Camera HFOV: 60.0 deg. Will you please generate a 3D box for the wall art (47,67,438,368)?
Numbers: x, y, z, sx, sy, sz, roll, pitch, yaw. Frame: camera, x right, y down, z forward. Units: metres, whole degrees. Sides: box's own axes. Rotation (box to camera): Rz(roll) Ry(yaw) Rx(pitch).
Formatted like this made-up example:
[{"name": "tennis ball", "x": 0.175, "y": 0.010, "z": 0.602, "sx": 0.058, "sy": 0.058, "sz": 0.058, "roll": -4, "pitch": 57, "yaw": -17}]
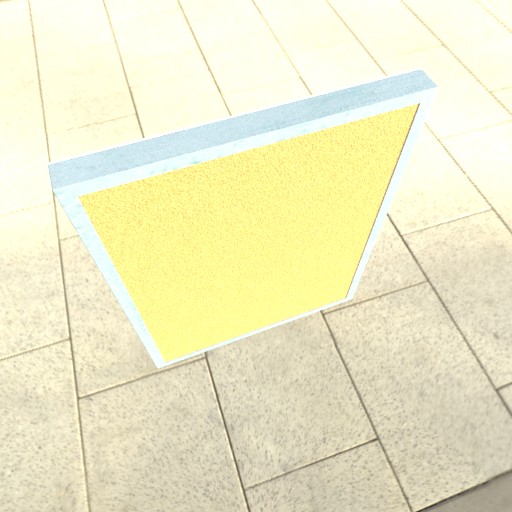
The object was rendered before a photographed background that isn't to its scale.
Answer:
[{"name": "wall art", "x": 0.000, "y": 0.000, "z": 0.664, "sx": 0.409, "sy": 0.509, "sz": 0.037, "roll": -18, "pitch": 60, "yaw": -11}]
